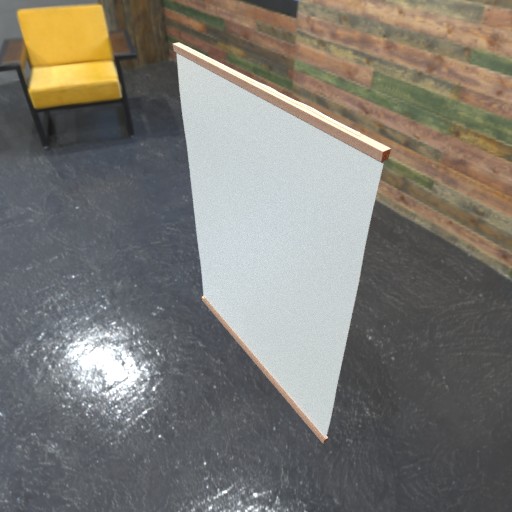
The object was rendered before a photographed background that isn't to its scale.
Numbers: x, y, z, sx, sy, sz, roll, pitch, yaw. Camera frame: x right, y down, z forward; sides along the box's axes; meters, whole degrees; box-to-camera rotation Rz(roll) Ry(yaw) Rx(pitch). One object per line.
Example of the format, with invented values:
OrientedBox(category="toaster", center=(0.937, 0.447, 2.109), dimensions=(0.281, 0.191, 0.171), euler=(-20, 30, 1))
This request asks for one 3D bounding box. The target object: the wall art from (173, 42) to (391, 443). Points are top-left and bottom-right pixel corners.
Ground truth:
OrientedBox(category="wall art", center=(0.000, 0.000, 1.300), dimensions=(0.020, 1.013, 0.758), euler=(-25, 47, -26))
